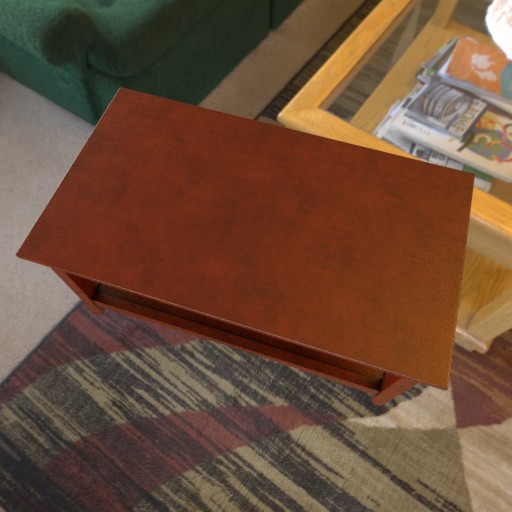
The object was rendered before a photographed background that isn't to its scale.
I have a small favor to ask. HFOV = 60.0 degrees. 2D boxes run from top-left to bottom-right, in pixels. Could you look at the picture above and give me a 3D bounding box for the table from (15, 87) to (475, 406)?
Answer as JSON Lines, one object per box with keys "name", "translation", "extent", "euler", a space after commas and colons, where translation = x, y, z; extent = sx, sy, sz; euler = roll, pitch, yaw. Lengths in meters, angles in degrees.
{"name": "table", "translation": [0.000, 0.000, 1.225], "extent": [0.943, 0.456, 0.533], "euler": [16, 65, 8]}
